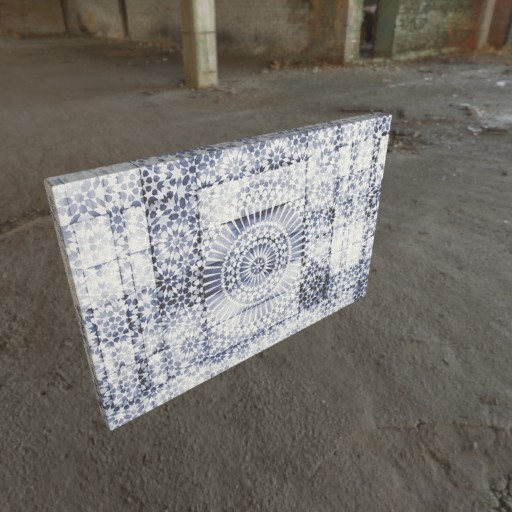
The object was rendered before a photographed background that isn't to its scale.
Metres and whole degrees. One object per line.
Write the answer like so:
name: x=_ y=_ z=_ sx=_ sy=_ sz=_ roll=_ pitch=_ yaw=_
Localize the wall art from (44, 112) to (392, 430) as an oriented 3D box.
wall art: x=0.000 y=0.000 z=1.154 sx=0.911 sy=0.608 sz=0.057 roll=-21 pitch=36 yaw=-32
